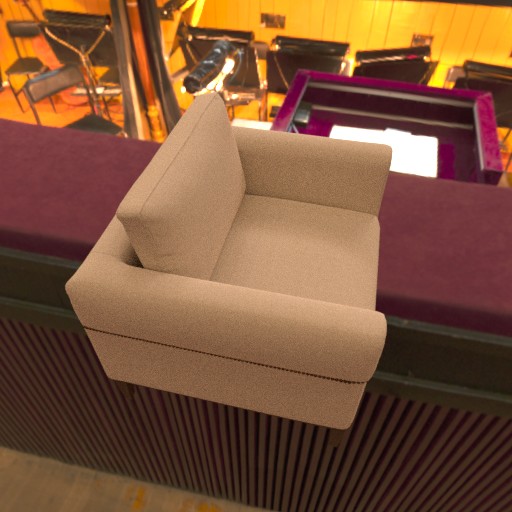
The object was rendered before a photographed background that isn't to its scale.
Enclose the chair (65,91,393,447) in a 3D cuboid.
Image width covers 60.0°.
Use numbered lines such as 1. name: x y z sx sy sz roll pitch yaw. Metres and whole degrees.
1. chair: 0.000 0.000 1.656 0.896 0.915 0.982 10 46 9
